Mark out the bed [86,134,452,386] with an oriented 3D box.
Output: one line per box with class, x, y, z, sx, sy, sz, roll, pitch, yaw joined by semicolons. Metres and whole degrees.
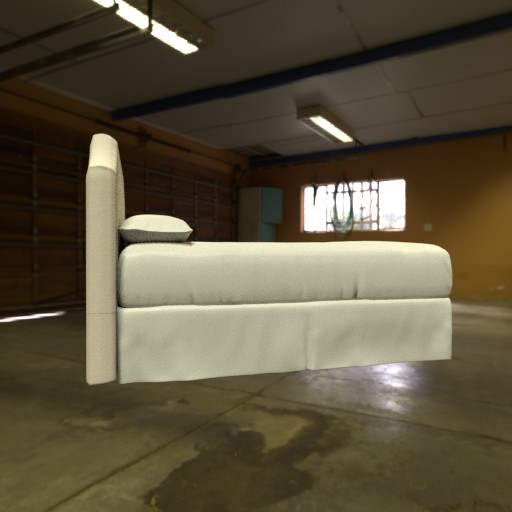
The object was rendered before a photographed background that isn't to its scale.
bed;0.000;0.000;3.251;2.164;1.297;1.828;0;1;-15
